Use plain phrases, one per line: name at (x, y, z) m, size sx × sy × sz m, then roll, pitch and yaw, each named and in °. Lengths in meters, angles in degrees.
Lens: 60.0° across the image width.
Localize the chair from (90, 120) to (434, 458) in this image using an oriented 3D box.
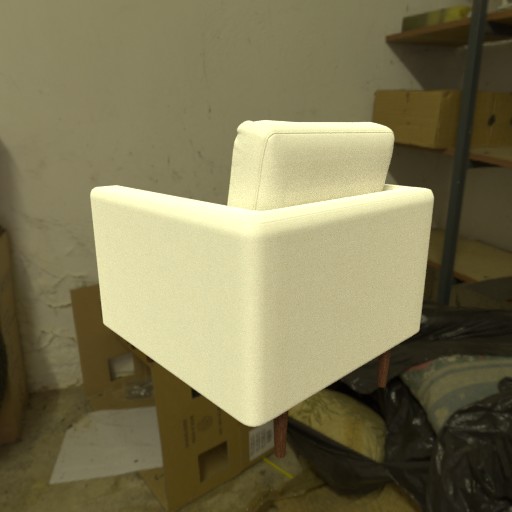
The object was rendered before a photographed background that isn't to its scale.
chair at (0.000, 0.000, 1.558) m, size 0.831 × 0.899 × 0.879 m, roll -14°, pitch 21°, yaw -41°
